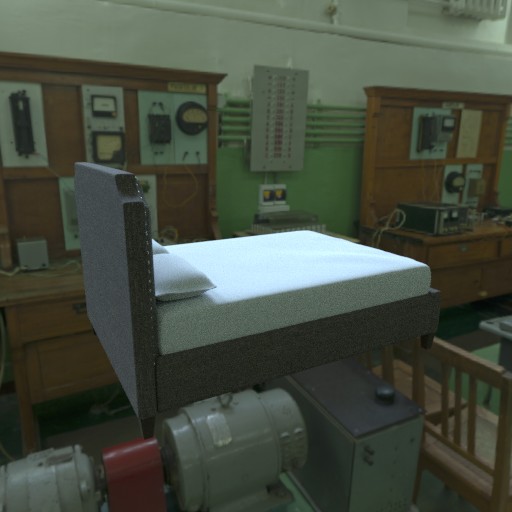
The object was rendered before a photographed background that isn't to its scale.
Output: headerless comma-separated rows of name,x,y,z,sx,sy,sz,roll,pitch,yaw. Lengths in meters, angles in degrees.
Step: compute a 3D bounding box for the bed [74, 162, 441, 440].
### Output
bed,0.000,0.000,3.519,2.381,1.457,1.713,-8,16,-28
